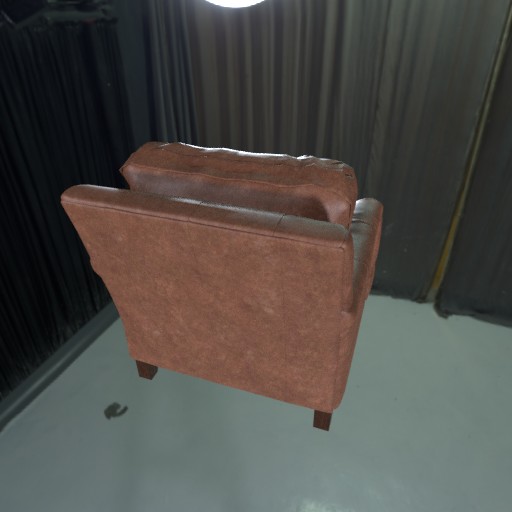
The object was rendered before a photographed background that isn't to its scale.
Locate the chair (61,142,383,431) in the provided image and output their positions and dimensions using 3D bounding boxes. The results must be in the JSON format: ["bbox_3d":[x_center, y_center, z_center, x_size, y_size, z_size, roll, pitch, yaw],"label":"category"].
[{"bbox_3d":[0.000,0.000,1.924,0.986,1.055,1.158,11,34,16],"label":"chair"}]
